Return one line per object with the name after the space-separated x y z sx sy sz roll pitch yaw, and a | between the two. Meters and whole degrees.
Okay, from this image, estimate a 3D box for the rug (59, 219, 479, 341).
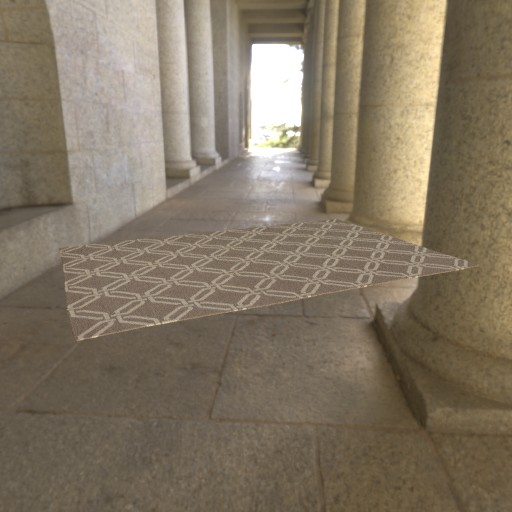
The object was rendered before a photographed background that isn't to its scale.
0.000 0.000 2.169 1.748 0.010 1.142 -8 18 -24 | rug
